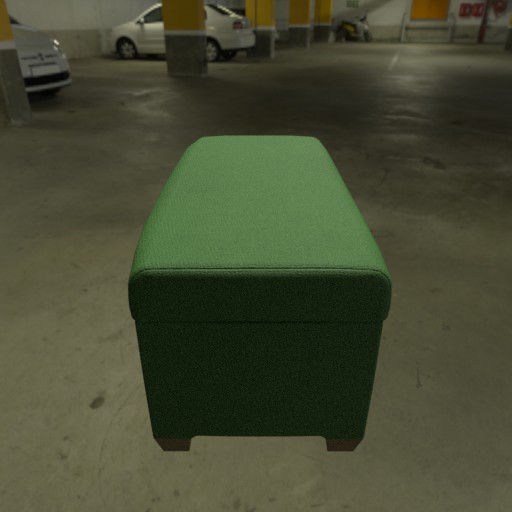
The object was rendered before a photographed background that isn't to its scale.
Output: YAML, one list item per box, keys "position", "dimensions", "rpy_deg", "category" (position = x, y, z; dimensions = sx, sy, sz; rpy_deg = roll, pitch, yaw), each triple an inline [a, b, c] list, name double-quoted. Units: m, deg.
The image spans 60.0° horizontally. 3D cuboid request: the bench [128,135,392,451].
- position: [0.000, 0.000, 1.294]
  dimensions: [0.505, 0.501, 0.989]
  rpy_deg: [0, 28, 0]
  category: "bench"
